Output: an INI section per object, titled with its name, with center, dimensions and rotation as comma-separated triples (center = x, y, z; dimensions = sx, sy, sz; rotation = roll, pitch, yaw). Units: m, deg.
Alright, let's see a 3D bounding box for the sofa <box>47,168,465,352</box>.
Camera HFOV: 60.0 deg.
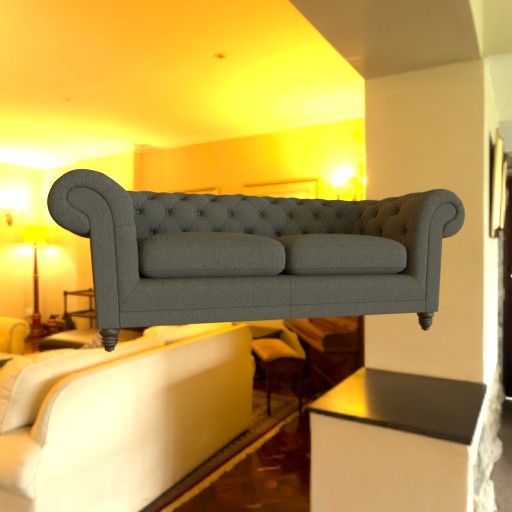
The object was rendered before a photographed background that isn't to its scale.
[sofa]
center = 0.000, 0.000, 2.446
dimensions = 1.998, 0.764, 0.986
rotation = 0, 0, -19
